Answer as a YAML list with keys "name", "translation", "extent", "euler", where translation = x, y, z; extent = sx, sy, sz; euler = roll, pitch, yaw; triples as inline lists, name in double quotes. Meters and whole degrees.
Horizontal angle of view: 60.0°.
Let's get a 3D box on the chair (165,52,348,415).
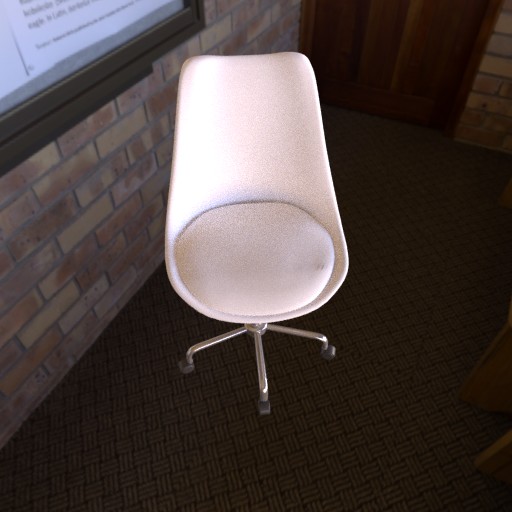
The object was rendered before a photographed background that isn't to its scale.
- name: "chair"
  translation: [0.000, 0.000, 1.264]
  extent: [0.550, 0.930, 0.550]
  euler: [-4, 47, -4]
